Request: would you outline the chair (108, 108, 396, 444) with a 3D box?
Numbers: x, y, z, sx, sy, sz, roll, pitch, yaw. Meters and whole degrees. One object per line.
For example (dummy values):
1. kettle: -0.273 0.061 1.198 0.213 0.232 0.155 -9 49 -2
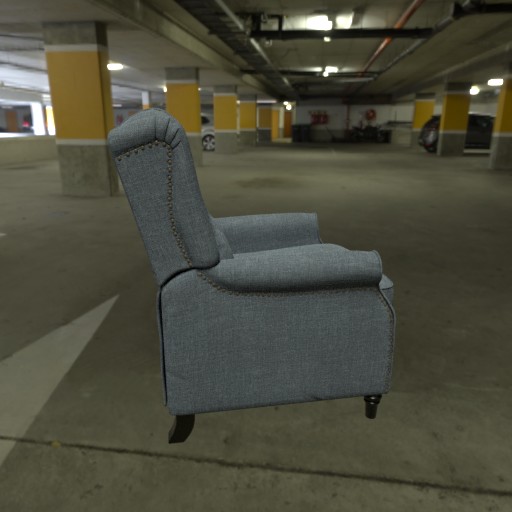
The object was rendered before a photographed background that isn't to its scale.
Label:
1. chair: 0.000 0.000 1.637 0.898 1.035 0.742 -3 17 -9
